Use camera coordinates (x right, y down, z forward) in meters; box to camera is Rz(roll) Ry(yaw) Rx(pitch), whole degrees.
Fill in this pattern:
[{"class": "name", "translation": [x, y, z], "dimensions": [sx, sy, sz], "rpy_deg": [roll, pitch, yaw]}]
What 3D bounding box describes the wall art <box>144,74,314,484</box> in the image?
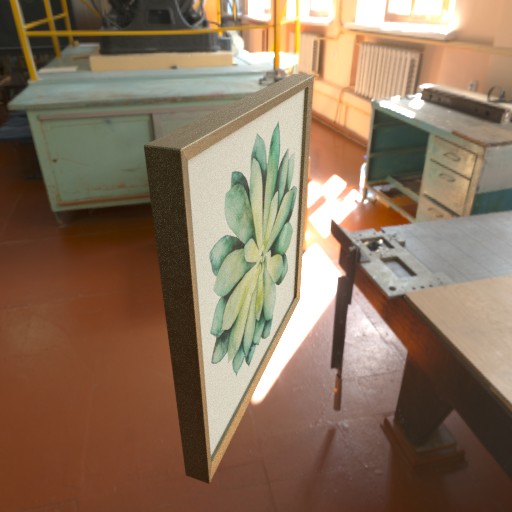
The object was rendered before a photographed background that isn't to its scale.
[{"class": "wall art", "translation": [0.000, 0.000, 0.744], "dimensions": [0.040, 0.506, 0.503], "rpy_deg": [11, 32, 18]}]
